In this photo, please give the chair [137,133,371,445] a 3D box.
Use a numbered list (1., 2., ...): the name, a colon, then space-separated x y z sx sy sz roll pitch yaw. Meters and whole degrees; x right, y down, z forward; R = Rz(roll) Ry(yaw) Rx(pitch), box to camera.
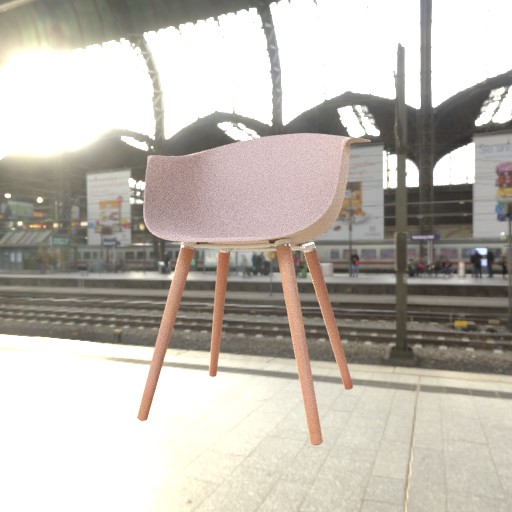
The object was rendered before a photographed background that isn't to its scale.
1. chair: 0.000 0.000 1.186 0.593 0.781 0.504 0 0 19
